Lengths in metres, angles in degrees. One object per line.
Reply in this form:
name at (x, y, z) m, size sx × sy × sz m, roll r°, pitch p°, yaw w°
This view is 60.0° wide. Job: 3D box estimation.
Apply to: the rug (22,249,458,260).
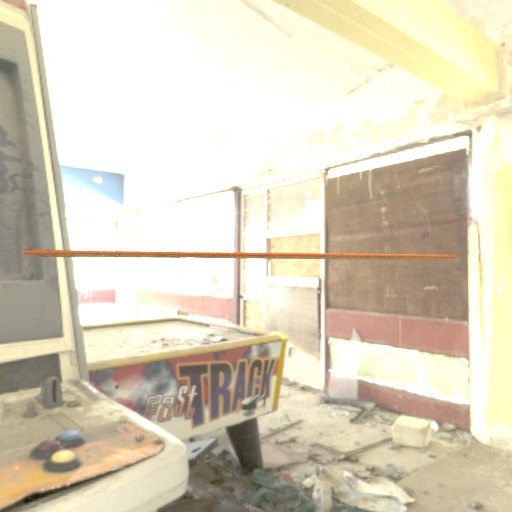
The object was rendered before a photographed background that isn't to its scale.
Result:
rug at (0.000, 0.000, 2.508) m, size 2.274 × 0.016 × 0.651 m, roll 1°, pitch -2°, yaw -19°
